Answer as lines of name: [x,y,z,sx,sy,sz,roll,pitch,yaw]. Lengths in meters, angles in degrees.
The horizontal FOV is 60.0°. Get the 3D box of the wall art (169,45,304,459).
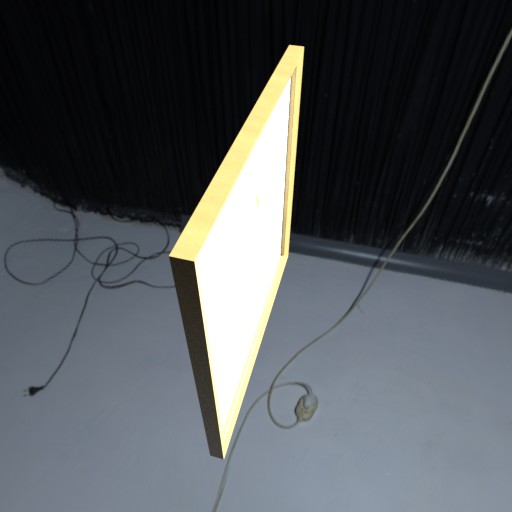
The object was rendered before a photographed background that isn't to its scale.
wall art: [0.000,0.000,2.891,0.097,1.936,1.935,11,48,11]
